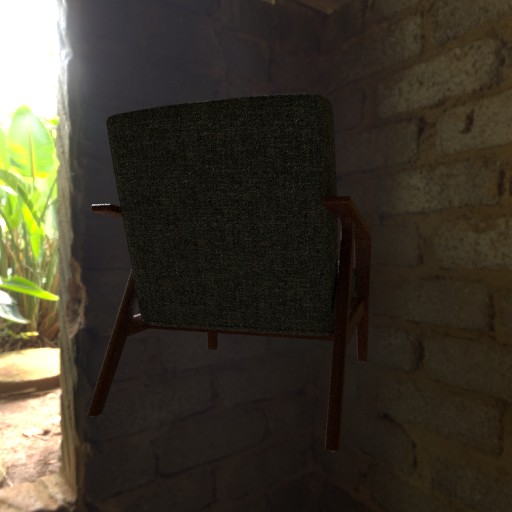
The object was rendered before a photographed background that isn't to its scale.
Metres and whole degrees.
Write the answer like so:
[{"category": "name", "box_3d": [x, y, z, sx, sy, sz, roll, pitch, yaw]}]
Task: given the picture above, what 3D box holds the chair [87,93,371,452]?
[{"category": "chair", "box_3d": [0.000, 0.000, 1.519, 0.719, 0.864, 0.889, 0, 2, 18]}]
